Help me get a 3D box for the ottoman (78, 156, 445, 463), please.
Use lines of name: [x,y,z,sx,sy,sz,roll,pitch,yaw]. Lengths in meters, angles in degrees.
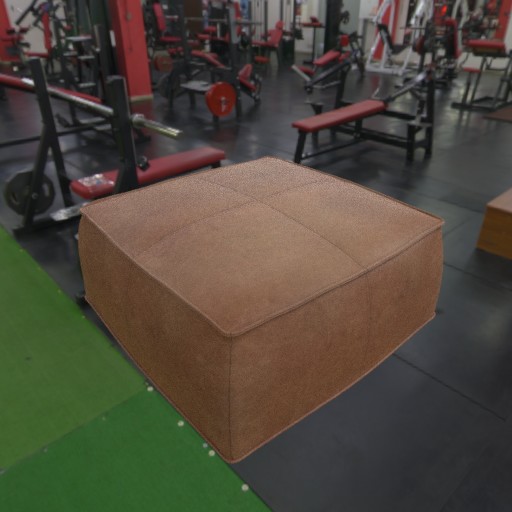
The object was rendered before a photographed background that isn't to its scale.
ottoman: [0.000,0.000,1.416,0.902,0.395,0.901,-23,38,-34]
